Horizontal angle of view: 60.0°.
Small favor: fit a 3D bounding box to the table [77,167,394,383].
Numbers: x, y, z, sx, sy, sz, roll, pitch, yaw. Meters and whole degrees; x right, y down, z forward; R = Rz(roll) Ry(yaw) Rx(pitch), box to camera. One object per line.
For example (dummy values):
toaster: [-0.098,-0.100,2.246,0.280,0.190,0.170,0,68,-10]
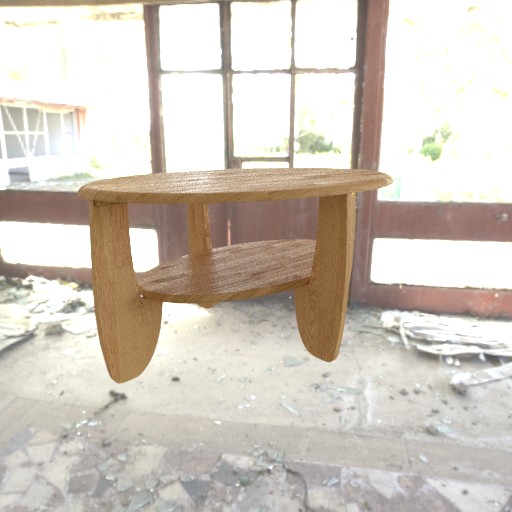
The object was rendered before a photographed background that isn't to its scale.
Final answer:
table: [0.000,0.000,1.382,1.040,0.490,0.690,-14,20,-42]
